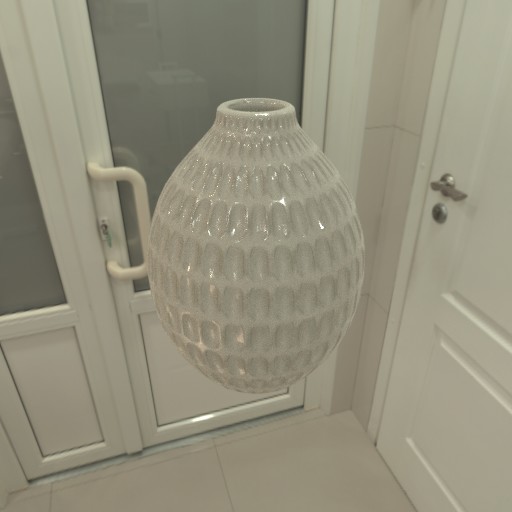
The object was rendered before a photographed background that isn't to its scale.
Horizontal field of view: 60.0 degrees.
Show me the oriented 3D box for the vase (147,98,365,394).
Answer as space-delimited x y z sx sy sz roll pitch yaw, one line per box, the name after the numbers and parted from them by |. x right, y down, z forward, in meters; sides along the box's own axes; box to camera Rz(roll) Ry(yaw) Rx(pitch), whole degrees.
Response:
0.000 0.000 0.338 0.162 0.223 0.162 0 30 0 | vase
